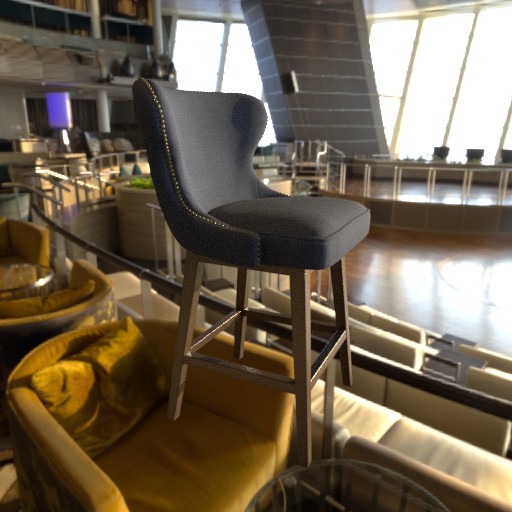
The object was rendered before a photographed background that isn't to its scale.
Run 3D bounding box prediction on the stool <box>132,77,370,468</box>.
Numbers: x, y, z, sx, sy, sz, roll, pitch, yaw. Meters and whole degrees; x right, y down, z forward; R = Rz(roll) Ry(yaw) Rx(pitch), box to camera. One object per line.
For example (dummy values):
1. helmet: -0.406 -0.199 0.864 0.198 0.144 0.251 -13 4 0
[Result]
1. stool: 0.000 0.000 1.331 0.597 0.972 0.615 8 18 25
